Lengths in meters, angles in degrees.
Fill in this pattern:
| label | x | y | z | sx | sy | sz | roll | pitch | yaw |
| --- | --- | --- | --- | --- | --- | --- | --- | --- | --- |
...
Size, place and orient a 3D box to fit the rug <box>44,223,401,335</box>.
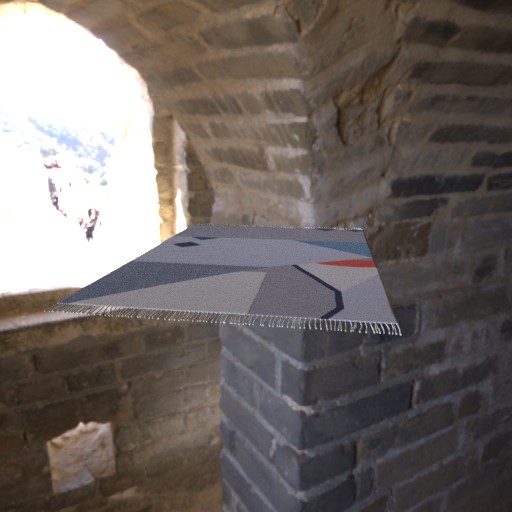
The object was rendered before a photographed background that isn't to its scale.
| label | x | y | z | sx | sy | sz | roll | pitch | yaw |
| --- | --- | --- | --- | --- | --- | --- | --- | --- | --- |
| rug | 0.000 | 0.000 | 2.329 | 1.220 | 0.005 | 1.828 | 2 | 14 | 9 |
